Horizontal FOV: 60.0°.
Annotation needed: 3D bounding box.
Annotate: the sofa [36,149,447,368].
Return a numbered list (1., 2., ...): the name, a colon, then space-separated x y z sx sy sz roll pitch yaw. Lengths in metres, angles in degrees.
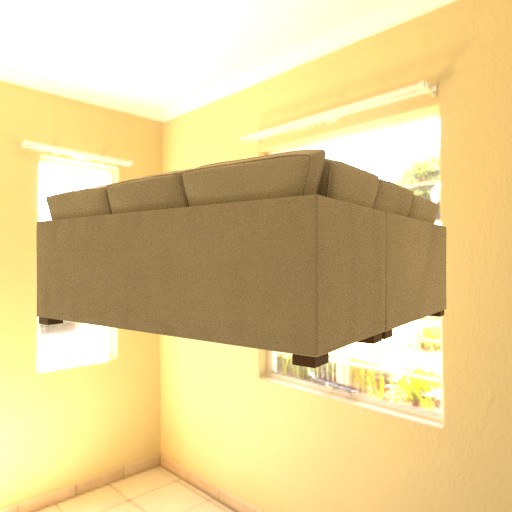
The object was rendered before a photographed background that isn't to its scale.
1. sofa: 0.000 0.000 3.293 2.189 0.939 2.182 0 -1 36
